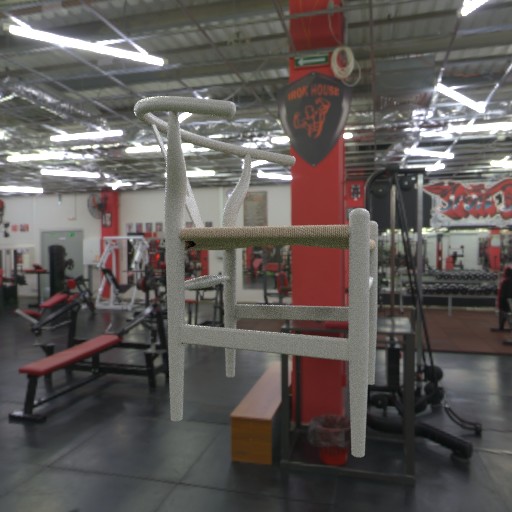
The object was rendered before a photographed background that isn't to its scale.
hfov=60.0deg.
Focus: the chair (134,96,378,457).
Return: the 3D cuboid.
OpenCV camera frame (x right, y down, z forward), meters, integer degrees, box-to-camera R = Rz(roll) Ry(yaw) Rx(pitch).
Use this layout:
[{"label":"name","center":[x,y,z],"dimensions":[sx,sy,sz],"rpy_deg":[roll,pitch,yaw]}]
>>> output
[{"label":"chair","center":[0.000,0.000,1.116],"dimensions":[0.579,0.730,0.569],"rpy_deg":[0,1,17]}]
